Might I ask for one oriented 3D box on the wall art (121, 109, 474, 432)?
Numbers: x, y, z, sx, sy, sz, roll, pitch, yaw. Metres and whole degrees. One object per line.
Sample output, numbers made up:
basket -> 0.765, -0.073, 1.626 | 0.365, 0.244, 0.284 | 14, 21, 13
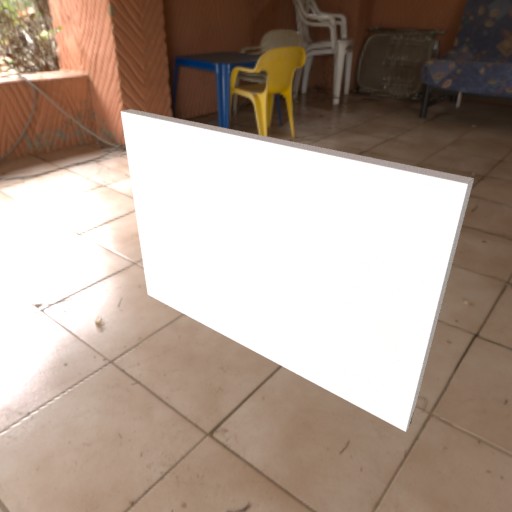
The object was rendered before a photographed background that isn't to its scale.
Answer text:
wall art -> 0.000, 0.000, 1.118 | 0.898, 0.601, 0.038 | 21, 36, 32
